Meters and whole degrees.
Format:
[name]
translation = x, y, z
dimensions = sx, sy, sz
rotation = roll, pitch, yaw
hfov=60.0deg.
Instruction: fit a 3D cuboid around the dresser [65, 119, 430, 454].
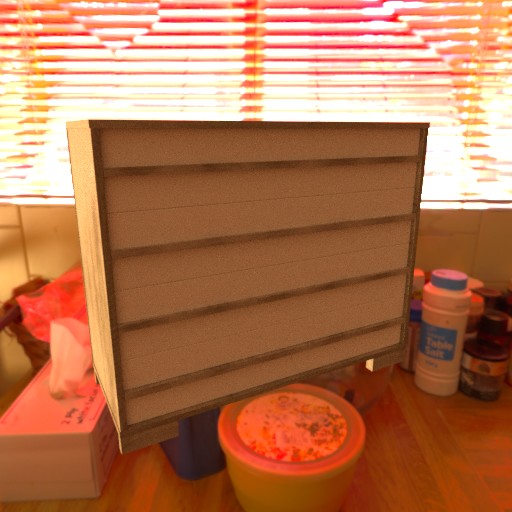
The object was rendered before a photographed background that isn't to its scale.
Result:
[dresser]
translation = 0.000, 0.000, 1.409
dimensions = 0.994, 0.816, 0.404
rotation = -9, 18, -27
